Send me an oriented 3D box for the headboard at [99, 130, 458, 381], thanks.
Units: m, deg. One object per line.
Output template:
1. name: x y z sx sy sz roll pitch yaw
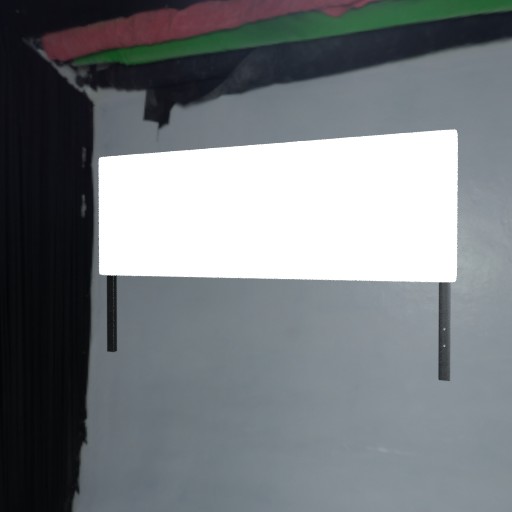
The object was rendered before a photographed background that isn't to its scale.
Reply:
1. headboard: 0.000 0.000 2.852 2.362 1.410 0.120 0 1 18
